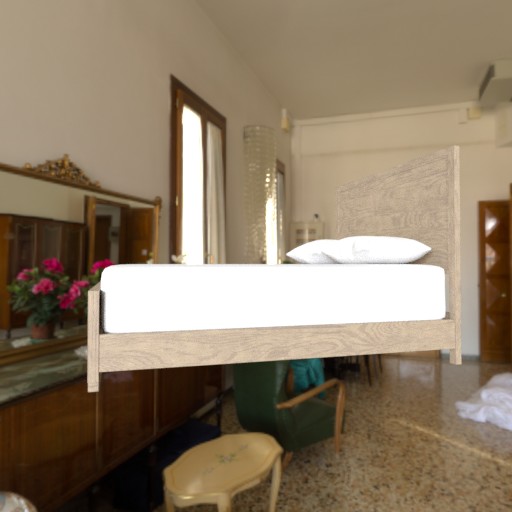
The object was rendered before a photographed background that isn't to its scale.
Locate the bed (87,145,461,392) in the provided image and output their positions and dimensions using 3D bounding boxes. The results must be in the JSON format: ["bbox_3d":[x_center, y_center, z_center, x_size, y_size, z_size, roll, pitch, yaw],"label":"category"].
[{"bbox_3d":[0.000,0.000,3.227,2.189,1.369,1.606,0,-1,-17],"label":"bed"}]
